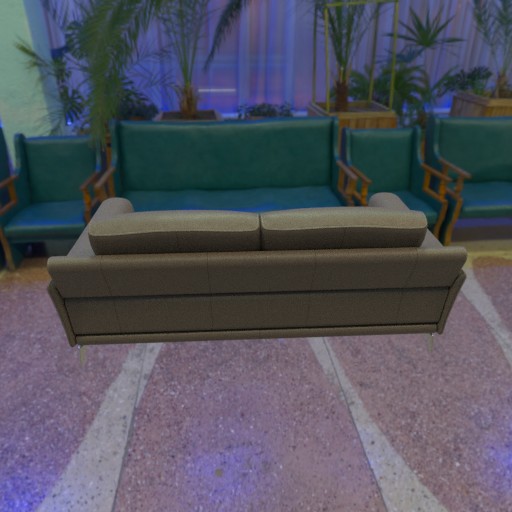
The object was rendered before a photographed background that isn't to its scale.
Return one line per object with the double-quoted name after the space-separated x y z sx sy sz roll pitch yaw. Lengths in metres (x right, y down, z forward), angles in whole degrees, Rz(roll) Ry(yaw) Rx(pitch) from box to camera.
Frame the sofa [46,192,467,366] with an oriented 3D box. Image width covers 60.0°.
0.000 0.000 2.670 2.101 0.930 1.049 -1 29 -3 "sofa"
